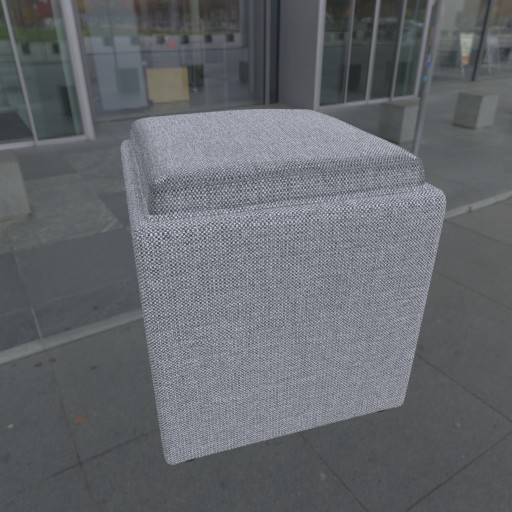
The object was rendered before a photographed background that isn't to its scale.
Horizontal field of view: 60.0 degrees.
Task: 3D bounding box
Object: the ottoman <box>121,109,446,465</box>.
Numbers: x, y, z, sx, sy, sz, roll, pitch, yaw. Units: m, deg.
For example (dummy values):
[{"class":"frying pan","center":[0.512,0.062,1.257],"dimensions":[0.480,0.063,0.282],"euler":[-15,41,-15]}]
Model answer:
[{"class":"ottoman","center":[0.000,0.000,0.837],"dimensions":[0.436,0.487,0.454],"euler":[-8,29,-15]}]
